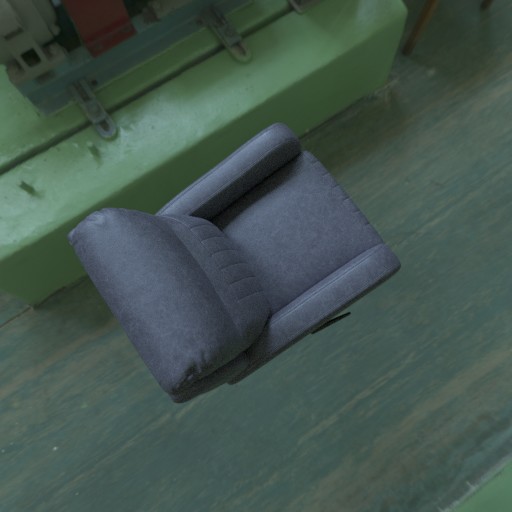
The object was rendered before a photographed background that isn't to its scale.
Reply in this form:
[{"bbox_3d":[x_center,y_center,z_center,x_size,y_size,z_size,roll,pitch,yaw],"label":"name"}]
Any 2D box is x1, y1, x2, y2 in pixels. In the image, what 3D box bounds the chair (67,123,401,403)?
[{"bbox_3d":[0.000,0.000,1.871,1.067,1.067,0.865,-35,79,-8],"label":"chair"}]
